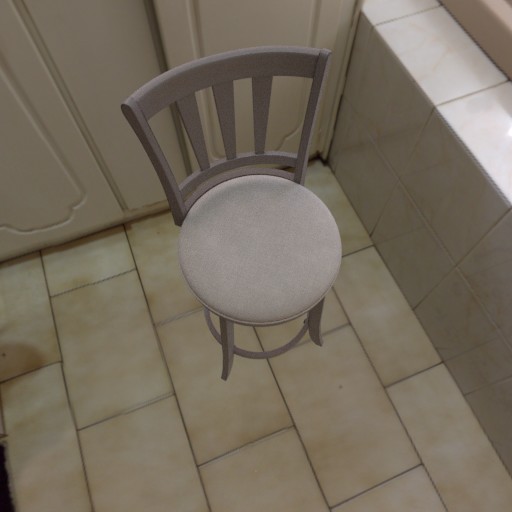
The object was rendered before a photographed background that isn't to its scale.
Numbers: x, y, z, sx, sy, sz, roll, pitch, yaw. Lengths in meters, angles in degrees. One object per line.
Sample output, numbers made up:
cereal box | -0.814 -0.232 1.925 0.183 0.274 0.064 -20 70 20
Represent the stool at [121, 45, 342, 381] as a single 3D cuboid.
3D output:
stool | 0.000 0.000 1.255 0.436 1.023 0.475 -18 65 -8
